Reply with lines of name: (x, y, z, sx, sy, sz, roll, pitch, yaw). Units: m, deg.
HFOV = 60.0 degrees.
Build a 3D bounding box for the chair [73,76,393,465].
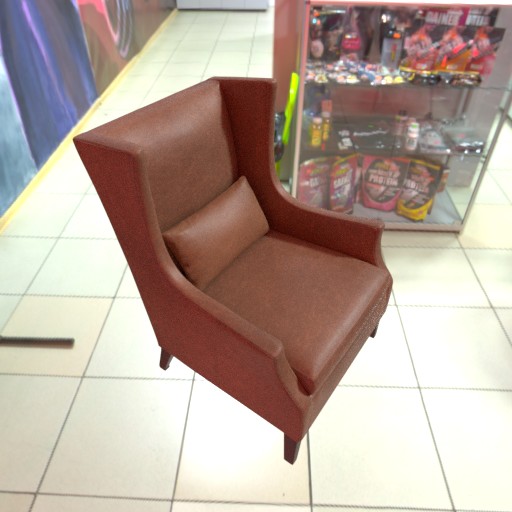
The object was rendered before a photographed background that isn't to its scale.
chair: (0.000, 0.000, 1.713, 0.913, 1.088, 0.815, 24, 46, 26)
